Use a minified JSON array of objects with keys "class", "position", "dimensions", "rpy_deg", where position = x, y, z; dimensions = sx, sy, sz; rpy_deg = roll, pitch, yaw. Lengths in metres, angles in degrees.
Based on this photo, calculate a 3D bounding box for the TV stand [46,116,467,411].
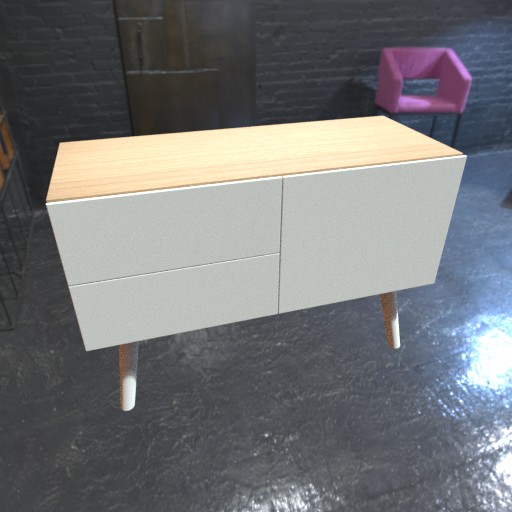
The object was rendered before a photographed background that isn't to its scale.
[{"class":"TV stand","position":[0.000,0.000,1.334],"dimensions":[0.991,0.660,0.407],"rpy_deg":[-9,33,-14]}]
